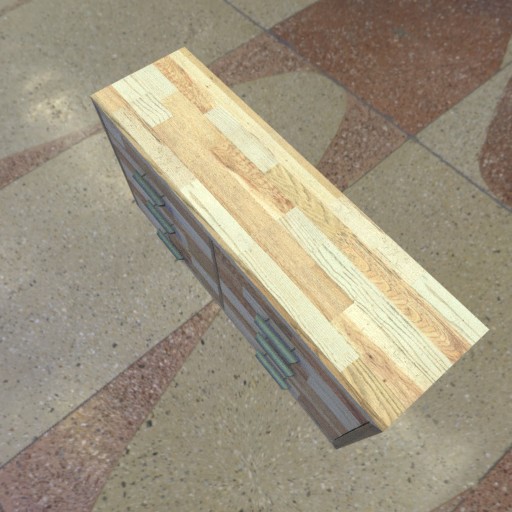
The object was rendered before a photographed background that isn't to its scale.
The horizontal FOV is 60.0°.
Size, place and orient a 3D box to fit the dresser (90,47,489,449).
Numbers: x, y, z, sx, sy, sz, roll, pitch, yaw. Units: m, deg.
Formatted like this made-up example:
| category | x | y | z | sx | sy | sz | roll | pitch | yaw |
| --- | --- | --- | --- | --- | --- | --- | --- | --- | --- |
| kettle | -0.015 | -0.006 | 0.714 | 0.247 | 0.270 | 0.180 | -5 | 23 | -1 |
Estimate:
| category | x | y | z | sx | sy | sz | roll | pitch | yaw |
| --- | --- | --- | --- | --- | --- | --- | --- | --- | --- |
| dresser | 0.000 | 0.000 | 1.856 | 0.487 | 0.834 | 1.547 | -36 | 68 | -16 |
